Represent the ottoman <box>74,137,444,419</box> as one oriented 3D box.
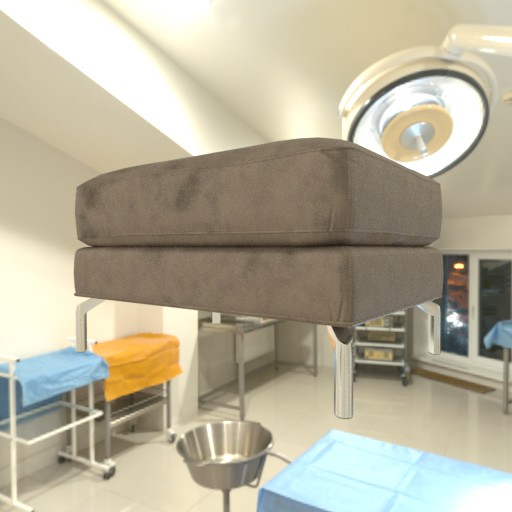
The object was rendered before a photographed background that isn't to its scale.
[{"bbox_3d":[0.000,0.000,1.043,0.719,0.456,0.520,1,1,37],"label":"ottoman"}]
